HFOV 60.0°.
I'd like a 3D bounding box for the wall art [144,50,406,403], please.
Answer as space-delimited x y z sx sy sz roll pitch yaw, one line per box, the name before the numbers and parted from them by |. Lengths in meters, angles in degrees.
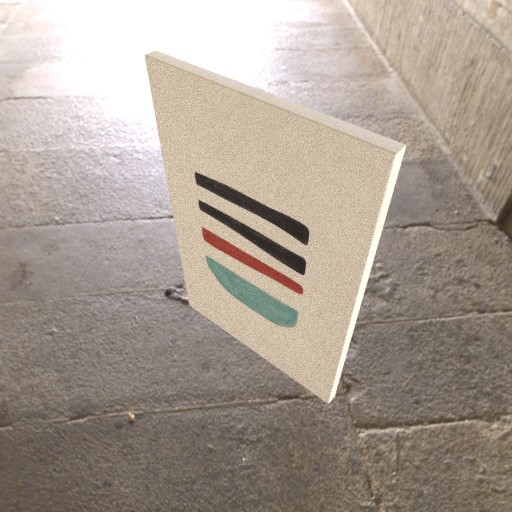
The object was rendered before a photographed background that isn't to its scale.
wall art | 0.000 0.000 1.184 0.607 0.912 0.038 31 54 25
